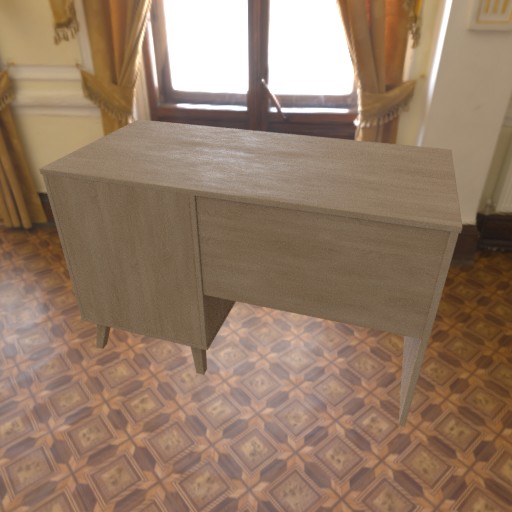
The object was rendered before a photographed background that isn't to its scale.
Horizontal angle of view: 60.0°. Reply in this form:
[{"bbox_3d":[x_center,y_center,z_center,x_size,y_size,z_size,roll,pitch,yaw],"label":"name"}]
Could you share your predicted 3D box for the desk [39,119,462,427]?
[{"bbox_3d":[0.000,0.000,1.687,1.251,0.770,0.600,10,34,15],"label":"desk"}]
